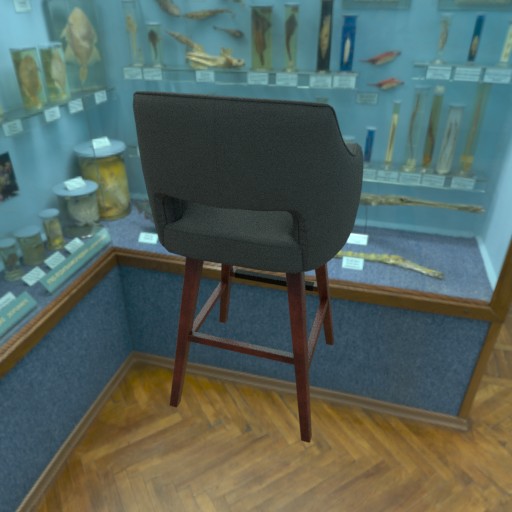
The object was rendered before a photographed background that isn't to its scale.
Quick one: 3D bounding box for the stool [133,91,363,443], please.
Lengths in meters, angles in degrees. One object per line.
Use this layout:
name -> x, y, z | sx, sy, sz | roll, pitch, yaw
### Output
stool -> 0.000, 0.000, 1.319 | 0.548, 1.012, 0.558 | 9, 32, 15
